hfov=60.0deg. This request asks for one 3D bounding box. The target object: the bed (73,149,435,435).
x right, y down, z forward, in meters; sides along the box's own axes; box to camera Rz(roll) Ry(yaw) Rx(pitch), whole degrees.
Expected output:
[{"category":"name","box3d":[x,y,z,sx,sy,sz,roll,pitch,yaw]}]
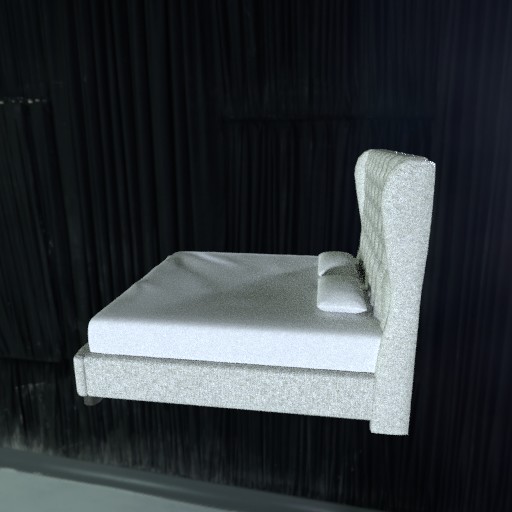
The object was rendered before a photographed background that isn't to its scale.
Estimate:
[{"category":"bed","box3d":[0.000,0.000,3.856,2.347,1.771,2.219,2,15,8]}]
